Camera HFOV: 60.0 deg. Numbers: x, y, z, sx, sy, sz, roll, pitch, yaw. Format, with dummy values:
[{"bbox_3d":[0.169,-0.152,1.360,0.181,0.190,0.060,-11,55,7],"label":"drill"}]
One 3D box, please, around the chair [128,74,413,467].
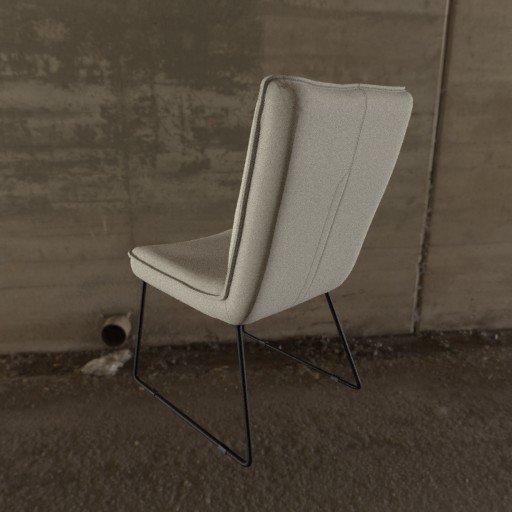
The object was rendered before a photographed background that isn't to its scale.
[{"bbox_3d":[0.000,0.000,1.311,0.515,0.930,0.688,-15,23,-41],"label":"chair"}]
